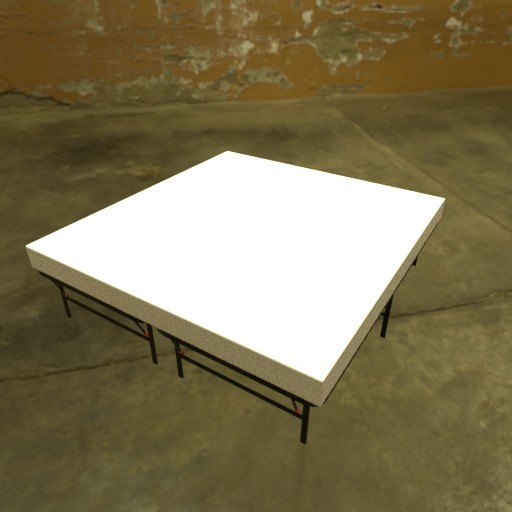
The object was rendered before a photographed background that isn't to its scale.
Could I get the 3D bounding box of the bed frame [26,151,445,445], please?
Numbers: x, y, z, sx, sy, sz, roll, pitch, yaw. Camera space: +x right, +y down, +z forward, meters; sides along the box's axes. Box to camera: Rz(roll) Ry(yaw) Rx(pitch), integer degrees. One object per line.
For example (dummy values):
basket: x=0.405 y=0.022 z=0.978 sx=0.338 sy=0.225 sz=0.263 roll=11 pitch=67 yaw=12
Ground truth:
bed frame: x=0.000 y=0.000 z=3.042 sx=1.930 sy=0.559 sz=2.032 roll=19 pitch=36 yaw=27
